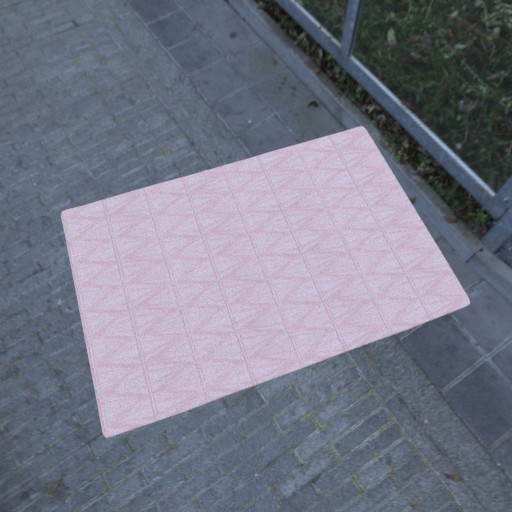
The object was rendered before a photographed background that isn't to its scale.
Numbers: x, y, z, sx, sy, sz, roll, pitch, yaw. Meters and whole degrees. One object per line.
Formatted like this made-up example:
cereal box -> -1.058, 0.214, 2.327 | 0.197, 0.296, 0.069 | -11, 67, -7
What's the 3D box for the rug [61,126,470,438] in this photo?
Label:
rug -> 0.000, 0.000, 3.001 | 2.390, 0.015, 1.609 | -18, 65, -9
